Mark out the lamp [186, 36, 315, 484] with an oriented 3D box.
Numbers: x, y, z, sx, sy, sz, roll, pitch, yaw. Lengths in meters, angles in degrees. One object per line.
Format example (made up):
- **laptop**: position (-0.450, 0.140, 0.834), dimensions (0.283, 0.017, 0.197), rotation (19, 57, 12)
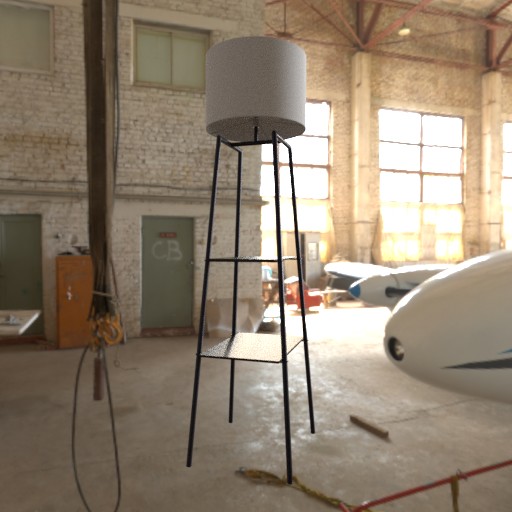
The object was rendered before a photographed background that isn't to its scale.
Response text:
- **lamp**: position (0.000, 0.000, 1.679), dimensions (0.384, 1.474, 0.427), rotation (0, 1, 18)
